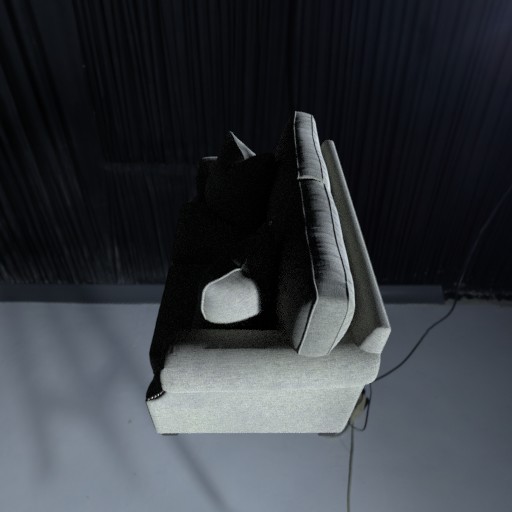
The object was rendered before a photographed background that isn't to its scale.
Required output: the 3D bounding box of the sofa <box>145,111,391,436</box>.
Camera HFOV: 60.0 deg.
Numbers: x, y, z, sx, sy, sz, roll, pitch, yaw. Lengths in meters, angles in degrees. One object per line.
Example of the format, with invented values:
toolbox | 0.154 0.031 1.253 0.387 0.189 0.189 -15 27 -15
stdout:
sofa | 0.000 0.000 2.350 0.966 0.966 1.701 0 40 0
